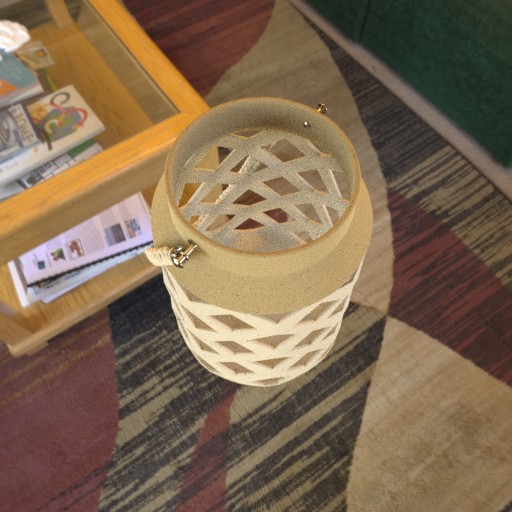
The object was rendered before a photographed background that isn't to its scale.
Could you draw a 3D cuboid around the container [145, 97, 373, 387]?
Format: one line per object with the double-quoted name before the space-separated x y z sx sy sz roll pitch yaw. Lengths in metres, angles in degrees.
"container" 0.000 0.000 0.347 0.172 0.229 0.163 35 69 16
